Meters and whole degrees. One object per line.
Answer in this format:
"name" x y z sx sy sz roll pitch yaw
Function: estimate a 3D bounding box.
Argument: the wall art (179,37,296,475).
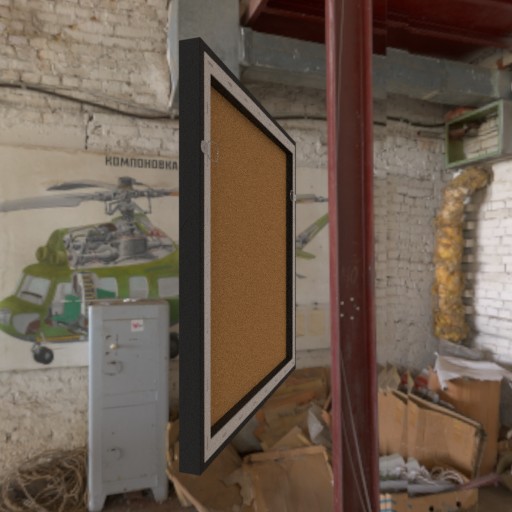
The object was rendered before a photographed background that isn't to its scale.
"wall art" 0.000 0.000 1.132 0.044 0.758 0.758 0 0 18
